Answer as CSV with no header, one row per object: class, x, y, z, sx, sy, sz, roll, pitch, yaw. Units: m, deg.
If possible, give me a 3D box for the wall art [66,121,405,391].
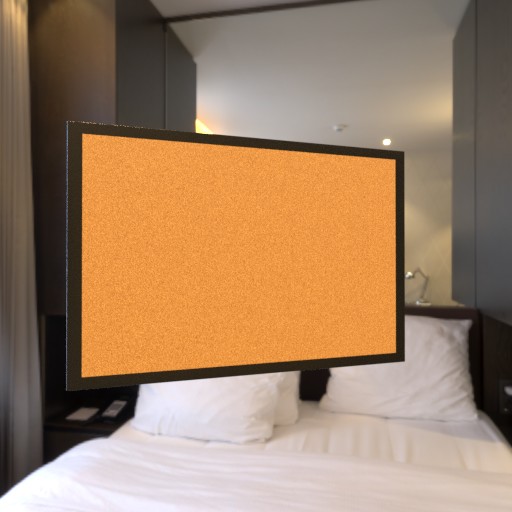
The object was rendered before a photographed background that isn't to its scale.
wall art,0.000,0.000,1.041,0.819,0.552,0.015,0,0,-18
